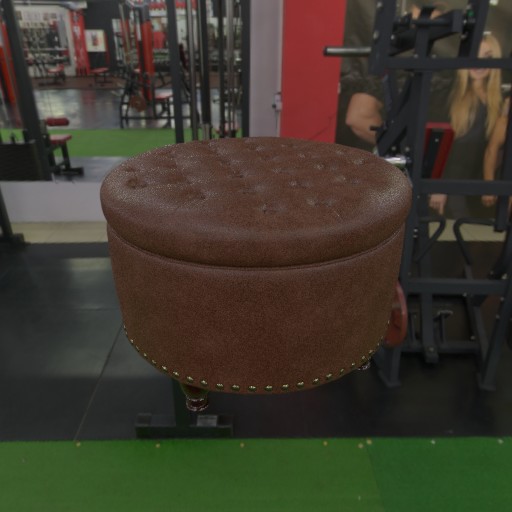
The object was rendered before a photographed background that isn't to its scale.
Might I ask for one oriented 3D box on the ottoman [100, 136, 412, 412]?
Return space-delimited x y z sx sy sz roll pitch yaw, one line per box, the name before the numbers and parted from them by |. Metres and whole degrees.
ottoman | 0.000 0.000 1.028 0.637 0.442 0.637 0 27 0
